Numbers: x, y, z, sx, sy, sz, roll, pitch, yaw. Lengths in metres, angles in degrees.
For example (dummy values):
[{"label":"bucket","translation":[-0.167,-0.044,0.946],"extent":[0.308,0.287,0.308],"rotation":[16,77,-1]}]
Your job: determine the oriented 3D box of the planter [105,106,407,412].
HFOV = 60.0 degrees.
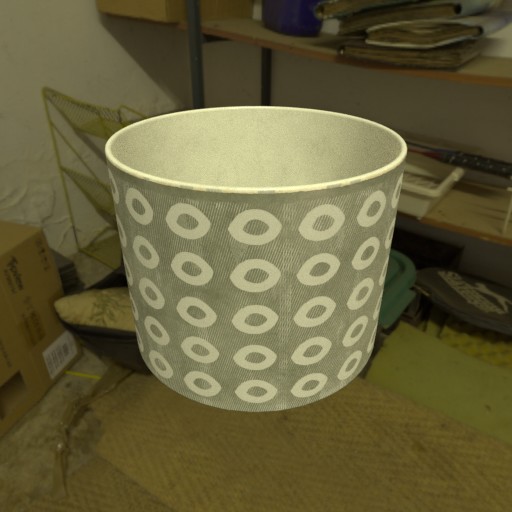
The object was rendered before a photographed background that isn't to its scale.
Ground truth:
[{"label":"planter","translation":[0.000,0.000,0.335],"extent":[0.190,0.181,0.190],"rotation":[0,30,0]}]
